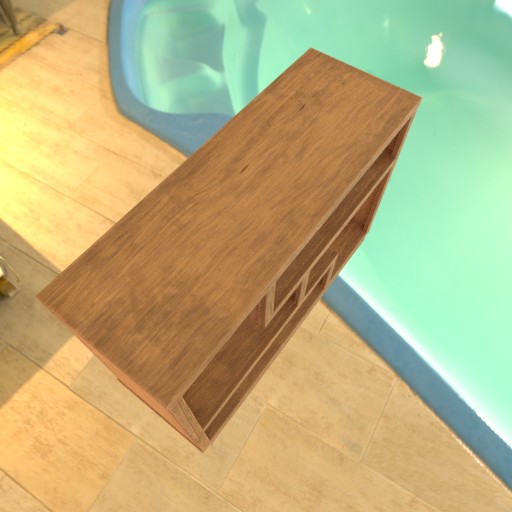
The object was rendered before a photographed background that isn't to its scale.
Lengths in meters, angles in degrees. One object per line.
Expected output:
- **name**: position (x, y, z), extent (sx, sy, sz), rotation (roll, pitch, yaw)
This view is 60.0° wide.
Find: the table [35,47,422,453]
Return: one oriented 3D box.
- **table**: position (0.000, 0.000, 1.518), extent (0.410, 0.771, 1.151), rotation (33, 65, 18)
